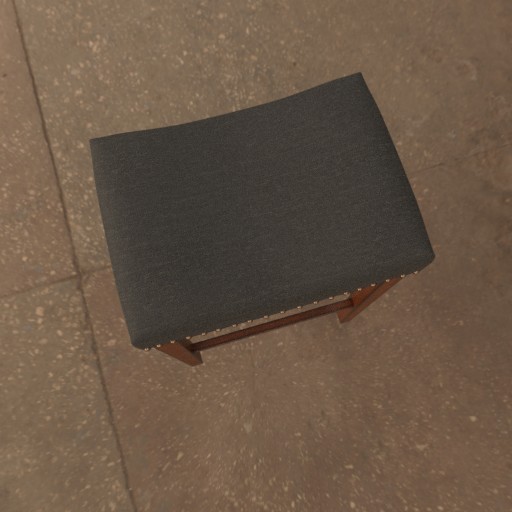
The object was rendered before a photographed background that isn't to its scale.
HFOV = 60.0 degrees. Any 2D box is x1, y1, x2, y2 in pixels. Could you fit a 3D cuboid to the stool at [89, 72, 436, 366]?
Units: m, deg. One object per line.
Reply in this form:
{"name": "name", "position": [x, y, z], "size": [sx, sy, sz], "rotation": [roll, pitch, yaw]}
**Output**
{"name": "stool", "position": [0.000, 0.000, 1.036], "size": [0.502, 0.760, 0.366], "rotation": [-15, 76, -4]}
